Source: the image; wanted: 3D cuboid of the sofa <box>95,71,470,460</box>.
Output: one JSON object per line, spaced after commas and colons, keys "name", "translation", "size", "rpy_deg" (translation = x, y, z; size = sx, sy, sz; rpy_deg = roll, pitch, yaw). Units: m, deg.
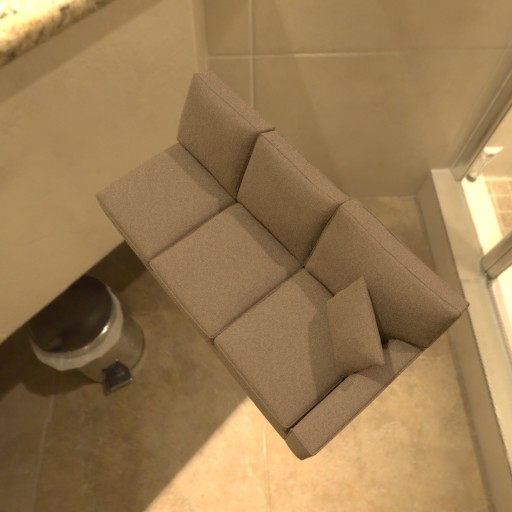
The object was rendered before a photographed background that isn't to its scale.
{"name": "sofa", "translation": [0.000, 0.000, 2.547], "size": [1.034, 0.946, 1.963], "rpy_deg": [-36, 69, -17]}
